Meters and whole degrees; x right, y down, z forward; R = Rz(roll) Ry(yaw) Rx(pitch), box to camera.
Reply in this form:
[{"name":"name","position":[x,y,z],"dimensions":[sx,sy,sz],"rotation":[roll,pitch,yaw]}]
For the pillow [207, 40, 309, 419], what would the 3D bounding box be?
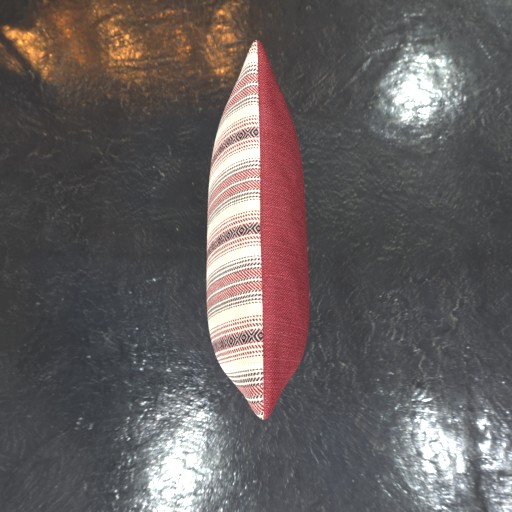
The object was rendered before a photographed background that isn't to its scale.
[{"name":"pillow","position":[0.000,0.000,0.795],"dimensions":[0.166,0.497,0.513],"rotation":[-1,74,0]}]
